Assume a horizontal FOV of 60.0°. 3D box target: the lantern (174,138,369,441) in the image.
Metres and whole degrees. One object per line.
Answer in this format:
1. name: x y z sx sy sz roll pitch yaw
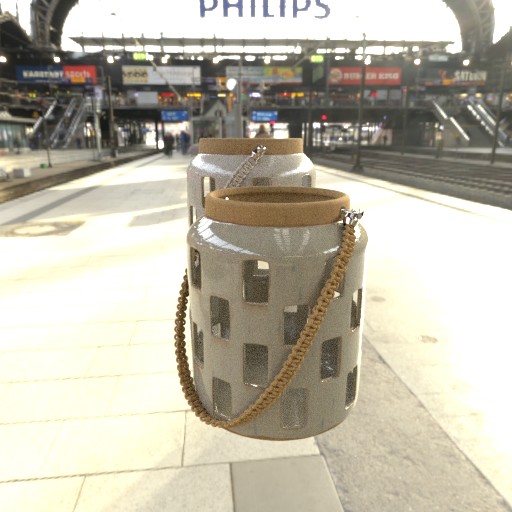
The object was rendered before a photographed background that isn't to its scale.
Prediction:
1. lantern: 0.000 0.000 0.498 0.184 0.255 0.347 -2 15 -9
